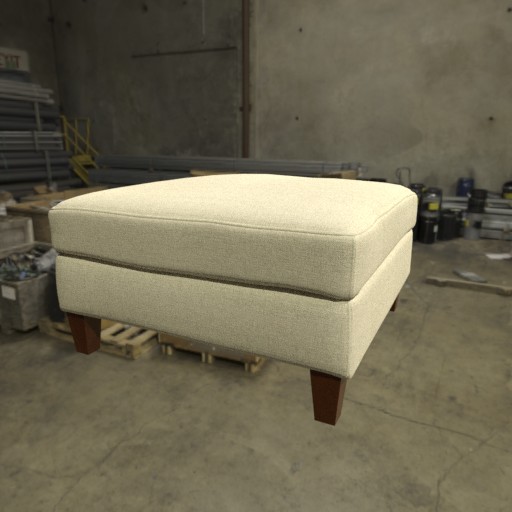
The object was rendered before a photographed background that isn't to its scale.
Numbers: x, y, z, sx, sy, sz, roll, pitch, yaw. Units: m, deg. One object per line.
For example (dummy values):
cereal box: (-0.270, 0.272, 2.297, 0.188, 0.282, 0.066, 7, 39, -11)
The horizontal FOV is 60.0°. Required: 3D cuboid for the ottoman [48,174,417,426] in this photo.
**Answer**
ottoman: (0.000, 0.000, 1.377, 0.838, 0.478, 0.838, 7, 17, 26)
